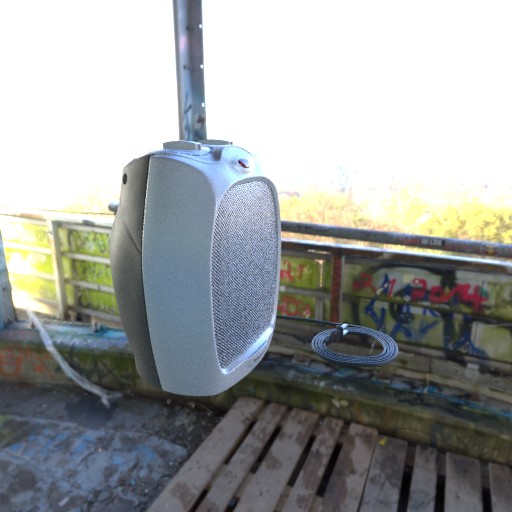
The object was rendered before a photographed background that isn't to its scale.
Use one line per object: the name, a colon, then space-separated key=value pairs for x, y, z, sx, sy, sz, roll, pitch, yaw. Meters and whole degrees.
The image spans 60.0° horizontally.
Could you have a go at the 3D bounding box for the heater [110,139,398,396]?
heater: x=0.000 y=0.000 z=0.473 sx=0.291 sy=0.240 sz=0.239 roll=8 pitch=18 yaw=25
